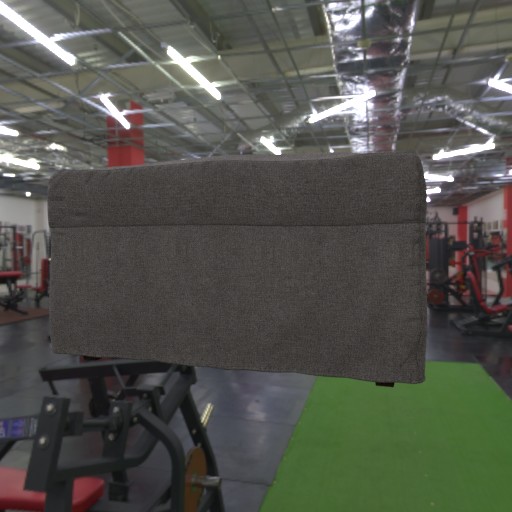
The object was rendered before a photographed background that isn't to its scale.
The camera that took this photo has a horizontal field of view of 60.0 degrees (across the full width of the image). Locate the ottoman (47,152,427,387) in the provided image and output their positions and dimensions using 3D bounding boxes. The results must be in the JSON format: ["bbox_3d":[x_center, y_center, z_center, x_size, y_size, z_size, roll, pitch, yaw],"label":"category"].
[{"bbox_3d":[0.000,0.000,1.205,0.833,0.492,0.652,0,1,17],"label":"ottoman"}]
